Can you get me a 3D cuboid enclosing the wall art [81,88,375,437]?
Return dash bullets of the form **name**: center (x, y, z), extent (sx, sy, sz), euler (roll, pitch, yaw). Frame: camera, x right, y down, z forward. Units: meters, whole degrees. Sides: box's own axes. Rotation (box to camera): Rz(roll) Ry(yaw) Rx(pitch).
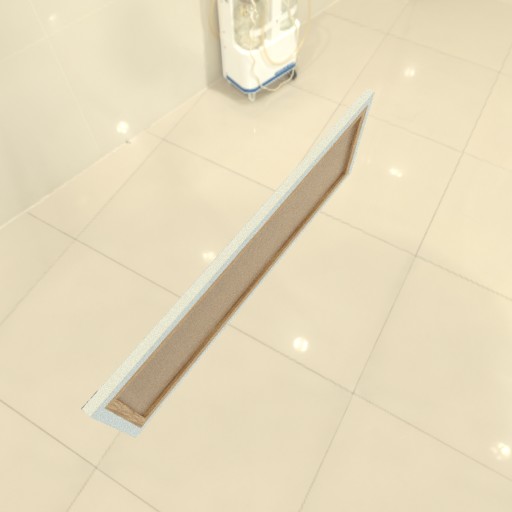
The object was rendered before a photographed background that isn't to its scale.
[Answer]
- **wall art**: center (0.000, 0.000, 1.691), extent (0.039, 0.507, 1.520), euler (33, 67, 16)
